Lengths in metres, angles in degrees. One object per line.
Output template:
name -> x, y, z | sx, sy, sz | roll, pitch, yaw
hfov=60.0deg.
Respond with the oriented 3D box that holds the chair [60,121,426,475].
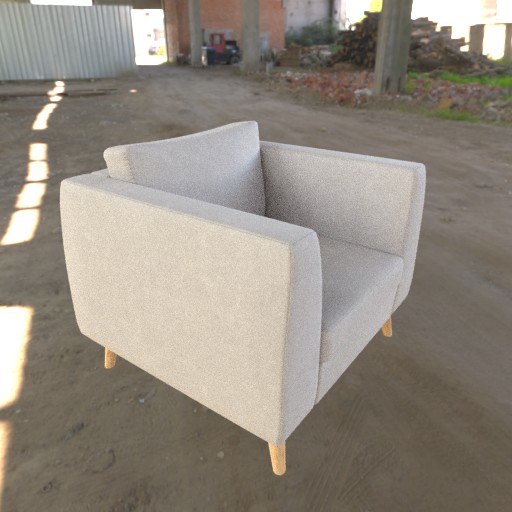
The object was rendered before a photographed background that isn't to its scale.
chair -> 0.000, 0.000, 1.662 | 0.930, 0.860, 1.000 | 17, 30, 32
